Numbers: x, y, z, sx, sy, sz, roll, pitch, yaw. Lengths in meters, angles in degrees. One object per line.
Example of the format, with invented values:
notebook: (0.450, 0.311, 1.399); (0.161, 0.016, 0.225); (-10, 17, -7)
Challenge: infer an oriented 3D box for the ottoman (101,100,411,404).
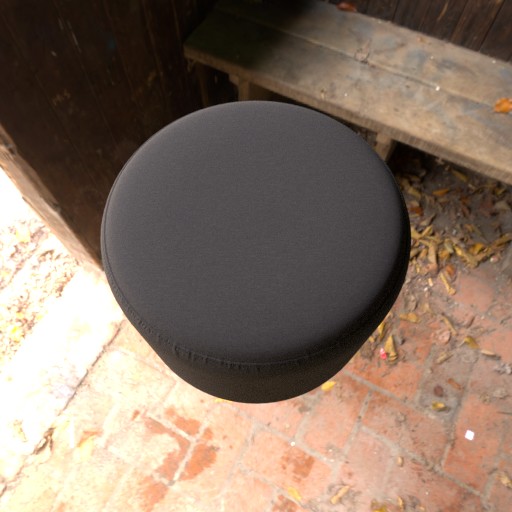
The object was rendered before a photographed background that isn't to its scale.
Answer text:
ottoman: (0.000, 0.000, 1.014); (0.608, 0.433, 0.608); (0, 64, 0)
